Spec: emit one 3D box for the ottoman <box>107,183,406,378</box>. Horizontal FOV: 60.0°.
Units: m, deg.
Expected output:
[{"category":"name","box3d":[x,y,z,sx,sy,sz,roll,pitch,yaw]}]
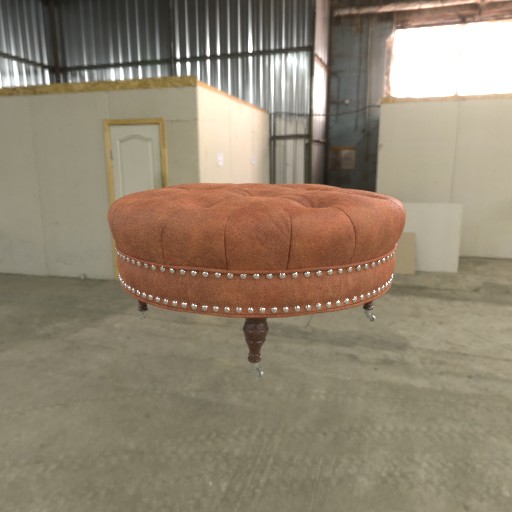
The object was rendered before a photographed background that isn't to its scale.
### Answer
[{"category":"ottoman","box3d":[0.000,0.000,1.421,0.901,0.444,0.901,0,13,0]}]
